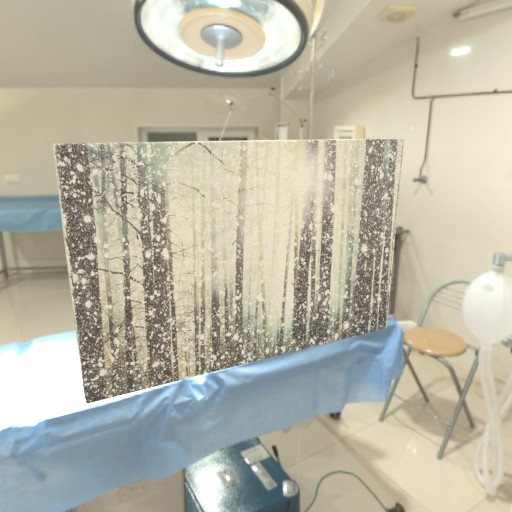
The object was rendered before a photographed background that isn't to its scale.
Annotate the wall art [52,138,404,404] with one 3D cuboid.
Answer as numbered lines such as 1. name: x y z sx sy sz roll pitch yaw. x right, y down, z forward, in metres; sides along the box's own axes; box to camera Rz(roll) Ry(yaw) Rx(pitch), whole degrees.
1. wall art: 0.000 0.000 0.791 0.618 0.398 0.042 -8 18 -25
